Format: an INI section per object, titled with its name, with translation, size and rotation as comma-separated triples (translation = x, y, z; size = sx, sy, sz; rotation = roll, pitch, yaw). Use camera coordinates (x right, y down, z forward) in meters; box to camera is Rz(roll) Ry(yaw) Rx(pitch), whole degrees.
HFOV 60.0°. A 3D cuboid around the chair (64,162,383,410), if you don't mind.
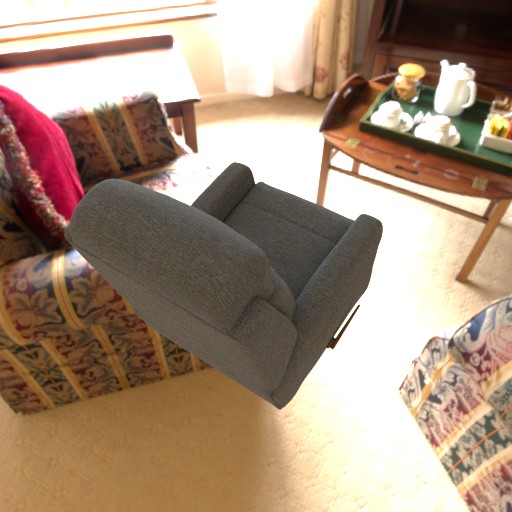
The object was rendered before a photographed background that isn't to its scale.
[chair]
translation = 0.000, 0.000, 1.725
size = 0.798, 1.013, 1.043
rotation = 26, 53, 22
